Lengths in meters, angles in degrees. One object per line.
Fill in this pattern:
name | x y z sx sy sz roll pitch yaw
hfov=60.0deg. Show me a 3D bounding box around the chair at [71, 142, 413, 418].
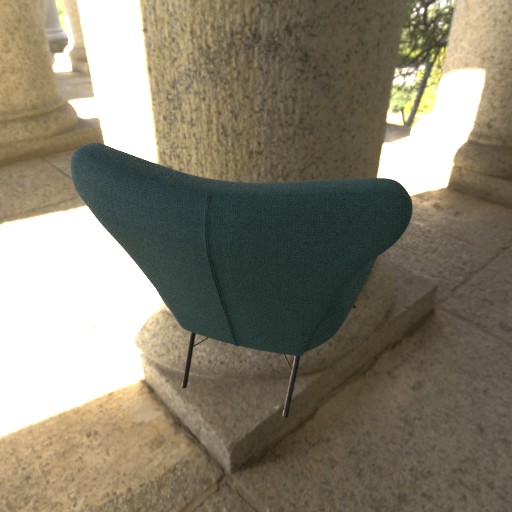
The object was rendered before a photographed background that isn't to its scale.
chair | 0.000 0.000 1.747 1.050 0.980 0.900 10 33 15
